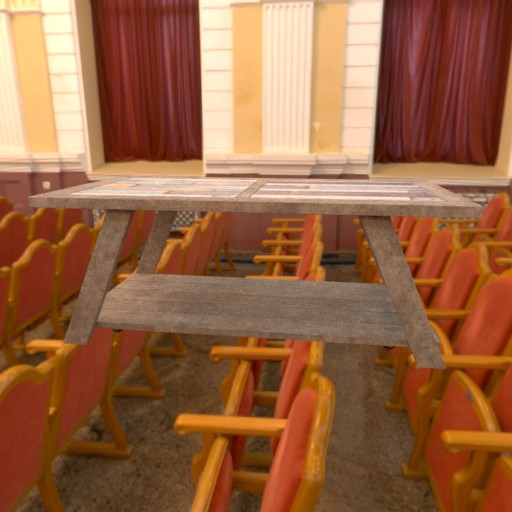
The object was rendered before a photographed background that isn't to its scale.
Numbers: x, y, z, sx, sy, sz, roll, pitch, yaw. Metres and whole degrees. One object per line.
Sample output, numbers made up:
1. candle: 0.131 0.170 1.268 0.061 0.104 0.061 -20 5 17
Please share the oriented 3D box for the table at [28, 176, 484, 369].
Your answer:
1. table: 0.000 0.000 1.527 1.219 0.470 0.610 2 16 8
